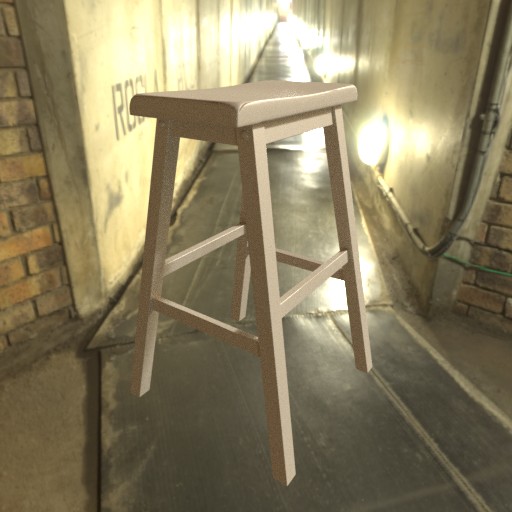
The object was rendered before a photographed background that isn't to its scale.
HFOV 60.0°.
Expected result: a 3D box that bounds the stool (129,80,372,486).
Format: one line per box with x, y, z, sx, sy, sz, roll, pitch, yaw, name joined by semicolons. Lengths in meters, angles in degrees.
0.000;0.000;1.039;0.476;0.737;0.457;17;30;31;stool
